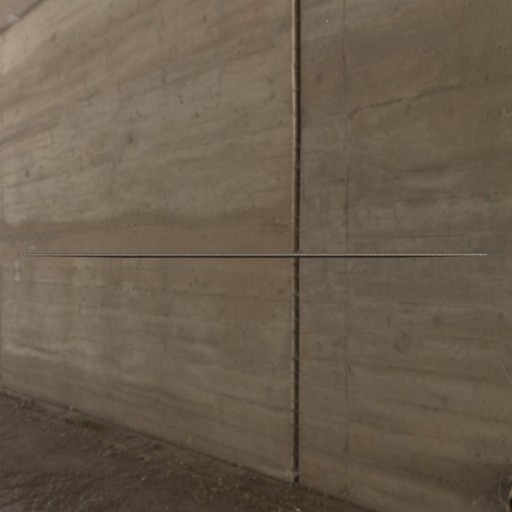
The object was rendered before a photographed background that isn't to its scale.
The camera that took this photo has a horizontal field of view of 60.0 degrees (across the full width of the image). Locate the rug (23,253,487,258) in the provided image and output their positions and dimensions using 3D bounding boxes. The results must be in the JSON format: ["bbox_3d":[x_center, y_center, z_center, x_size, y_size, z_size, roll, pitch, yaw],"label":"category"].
[{"bbox_3d":[0.000,0.000,3.522,2.746,0.018,1.819,0,-1,2],"label":"rug"}]
